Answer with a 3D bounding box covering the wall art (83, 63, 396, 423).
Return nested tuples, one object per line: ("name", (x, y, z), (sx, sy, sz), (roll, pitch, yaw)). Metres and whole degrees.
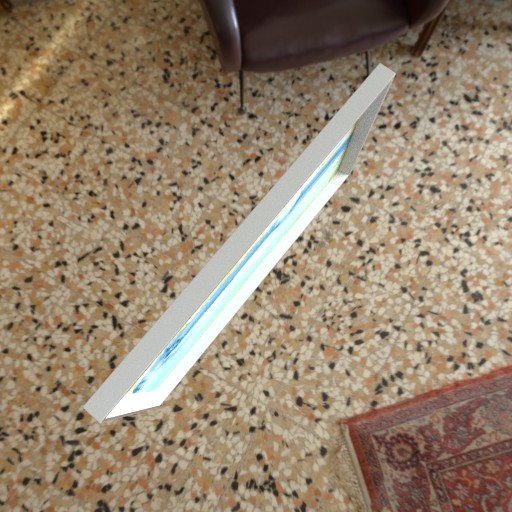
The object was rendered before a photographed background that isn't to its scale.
("wall art", (0.000, 0.000, 0.977), (0.038, 0.431, 0.812), (38, 78, 10))
